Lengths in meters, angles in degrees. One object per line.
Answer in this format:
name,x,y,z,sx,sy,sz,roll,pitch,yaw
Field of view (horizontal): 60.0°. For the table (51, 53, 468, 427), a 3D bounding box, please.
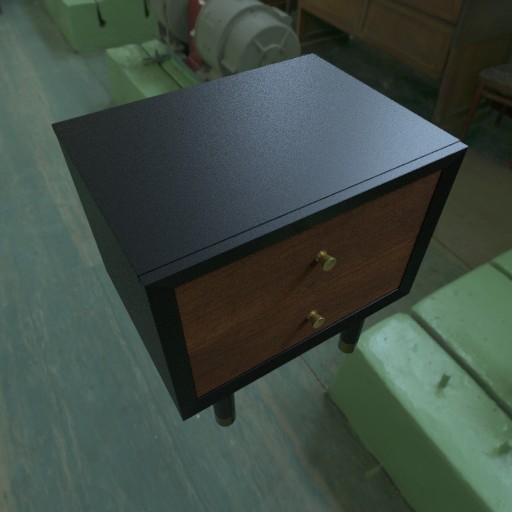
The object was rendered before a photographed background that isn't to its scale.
table,0.000,0.000,0.954,0.564,0.584,0.441,-24,51,-21
